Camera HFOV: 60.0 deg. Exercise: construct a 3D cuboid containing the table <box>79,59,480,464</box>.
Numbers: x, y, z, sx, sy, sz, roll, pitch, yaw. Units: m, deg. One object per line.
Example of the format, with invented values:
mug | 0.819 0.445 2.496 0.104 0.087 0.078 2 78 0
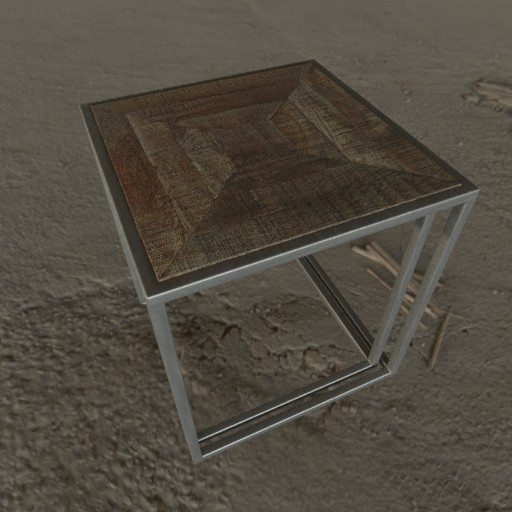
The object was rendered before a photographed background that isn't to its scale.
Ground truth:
table | 0.000 0.000 0.841 0.449 0.500 0.450 -18 49 -16
